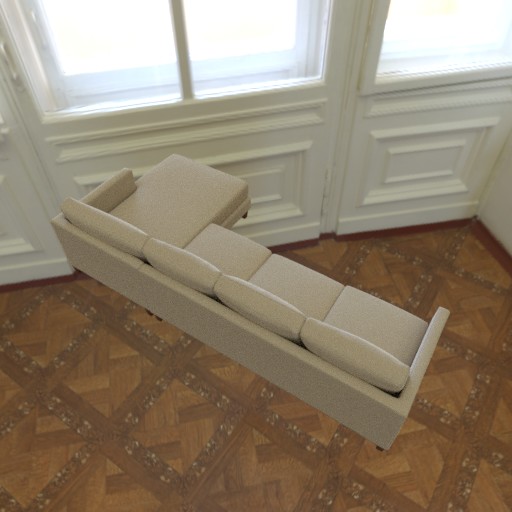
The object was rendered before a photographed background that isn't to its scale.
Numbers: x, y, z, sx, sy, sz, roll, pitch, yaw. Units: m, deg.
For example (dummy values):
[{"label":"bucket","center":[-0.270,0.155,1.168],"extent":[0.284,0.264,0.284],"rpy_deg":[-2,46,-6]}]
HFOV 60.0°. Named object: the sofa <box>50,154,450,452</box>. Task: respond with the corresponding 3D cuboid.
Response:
[{"label":"sofa","center":[0.000,0.000,3.849],"extent":[3.186,0.861,1.625],"rpy_deg":[25,52,21]}]
